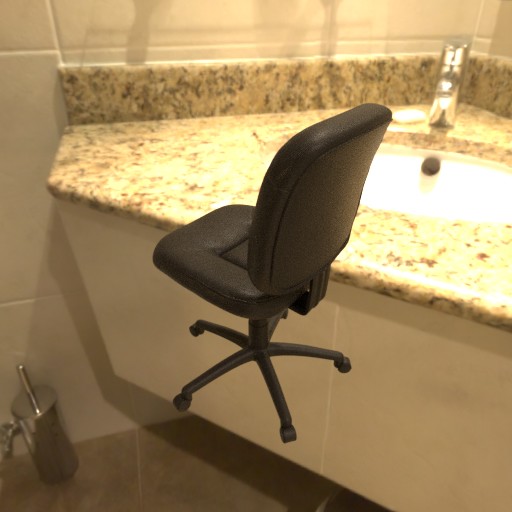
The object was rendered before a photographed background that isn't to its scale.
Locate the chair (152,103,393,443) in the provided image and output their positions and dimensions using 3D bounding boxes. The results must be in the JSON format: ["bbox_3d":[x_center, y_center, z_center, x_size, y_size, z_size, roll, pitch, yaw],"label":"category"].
[{"bbox_3d":[0.000,0.000,1.383,0.646,0.959,0.647,22,38,31],"label":"chair"}]
